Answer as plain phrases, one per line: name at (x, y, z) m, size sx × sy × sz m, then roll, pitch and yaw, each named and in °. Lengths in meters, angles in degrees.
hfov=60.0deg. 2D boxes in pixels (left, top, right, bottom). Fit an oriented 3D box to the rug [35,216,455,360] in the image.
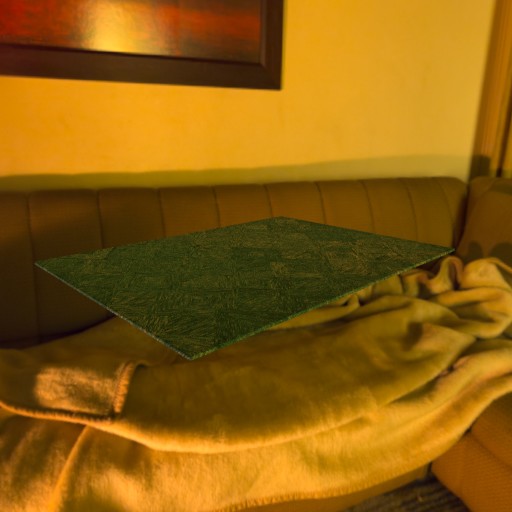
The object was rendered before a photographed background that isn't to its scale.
rug at (0.000, 0.000, 4.213) m, size 3.217 × 0.027 × 2.405 m, roll -14°, pitch 21°, yaw -41°
